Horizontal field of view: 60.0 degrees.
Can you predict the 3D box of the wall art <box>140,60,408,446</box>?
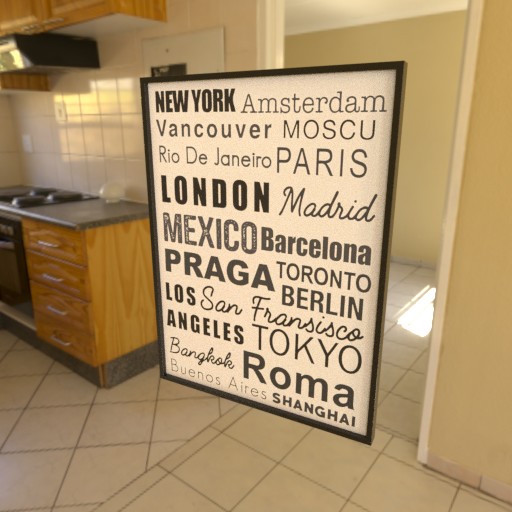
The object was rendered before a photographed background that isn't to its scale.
[{"bbox_3d":[0.000,0.000,1.351,0.788,1.046,0.043,8,18,27],"label":"wall art"}]
